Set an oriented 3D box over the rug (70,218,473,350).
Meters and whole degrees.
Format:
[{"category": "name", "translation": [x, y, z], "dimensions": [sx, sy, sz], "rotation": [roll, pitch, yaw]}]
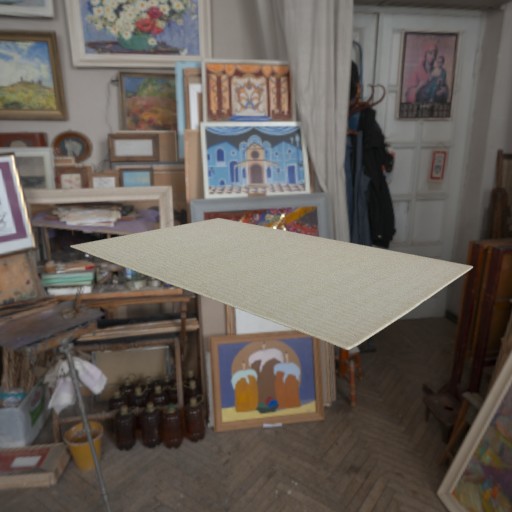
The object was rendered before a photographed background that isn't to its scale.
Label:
[{"category": "rug", "translation": [0.000, 0.000, 3.111], "dimensions": [2.441, 0.014, 1.531], "rotation": [14, 21, 41]}]
